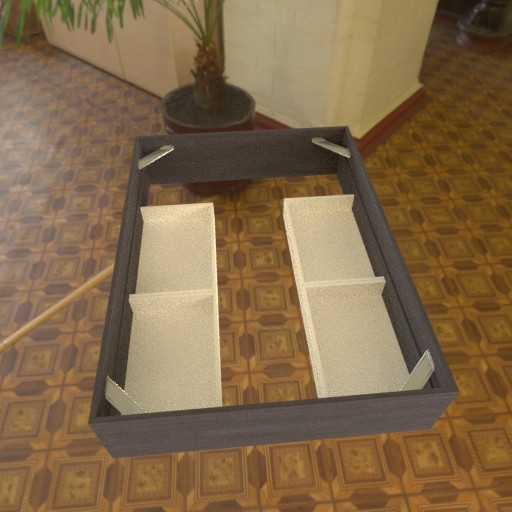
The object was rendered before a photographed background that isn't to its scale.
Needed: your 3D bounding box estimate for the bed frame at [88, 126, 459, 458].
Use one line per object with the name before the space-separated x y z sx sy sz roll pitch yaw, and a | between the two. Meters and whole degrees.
bed frame | 0.000 0.000 2.511 1.448 0.459 1.944 -4 48 -3
